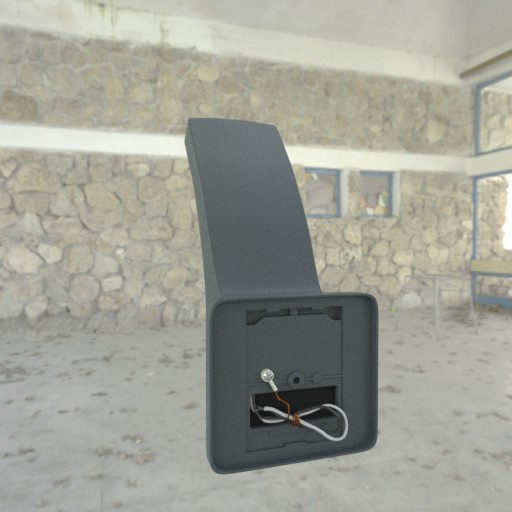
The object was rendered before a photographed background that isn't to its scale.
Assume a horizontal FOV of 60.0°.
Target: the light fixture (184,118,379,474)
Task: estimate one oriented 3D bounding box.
[{"bbox_3d":[0.000,0.000,0.339,0.108,0.243,0.174,0,1,-18],"label":"light fixture"}]
